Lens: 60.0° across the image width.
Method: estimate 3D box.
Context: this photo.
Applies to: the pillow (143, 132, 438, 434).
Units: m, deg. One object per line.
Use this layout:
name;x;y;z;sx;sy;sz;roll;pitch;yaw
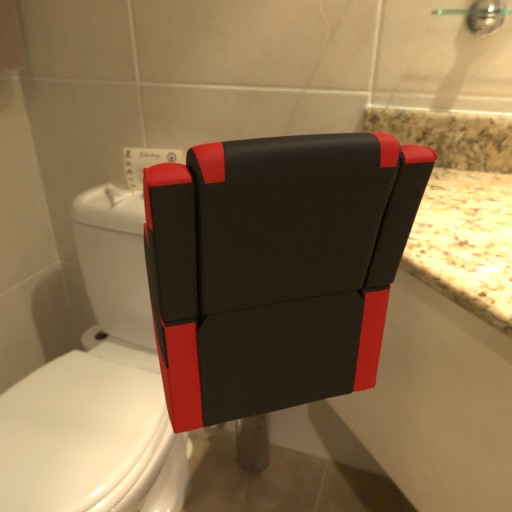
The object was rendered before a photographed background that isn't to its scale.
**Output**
pillow;0.000;0.000;1.301;0.620;0.805;0.672;-8;28;-15
